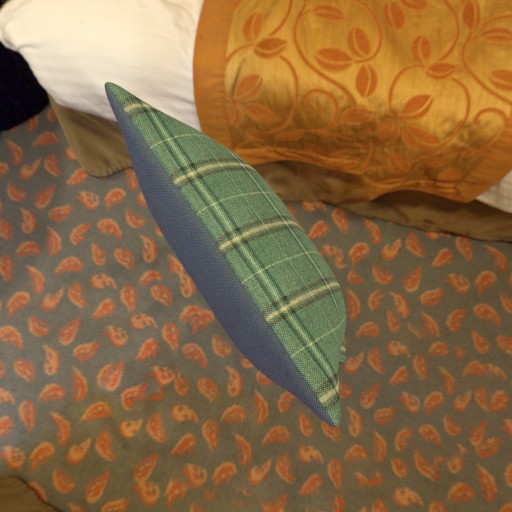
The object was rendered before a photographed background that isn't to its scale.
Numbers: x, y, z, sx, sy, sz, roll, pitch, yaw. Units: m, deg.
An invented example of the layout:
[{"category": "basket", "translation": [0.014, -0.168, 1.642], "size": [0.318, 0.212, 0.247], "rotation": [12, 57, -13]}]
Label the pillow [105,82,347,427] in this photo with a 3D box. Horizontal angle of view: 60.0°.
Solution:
[{"category": "pillow", "translation": [0.000, 0.000, 0.683], "size": [0.200, 0.430, 0.453], "rotation": [-33, 79, -7]}]
